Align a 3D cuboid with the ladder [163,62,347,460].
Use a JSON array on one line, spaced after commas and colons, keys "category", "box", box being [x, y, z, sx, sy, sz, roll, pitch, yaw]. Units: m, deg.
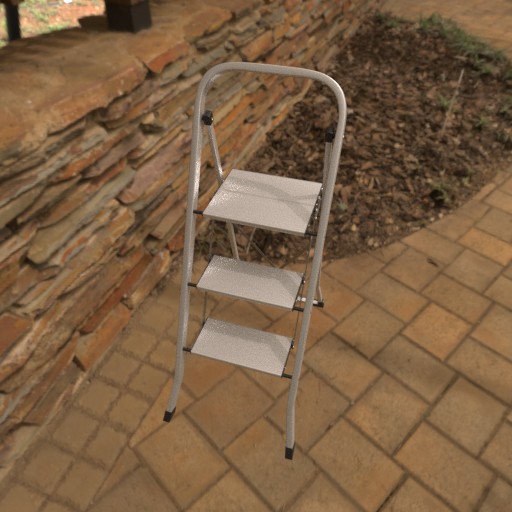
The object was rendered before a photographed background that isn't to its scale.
[{"category": "ladder", "box": [0.000, 0.000, 1.394, 0.465, 1.070, 0.704, 12, 43, 13]}]
